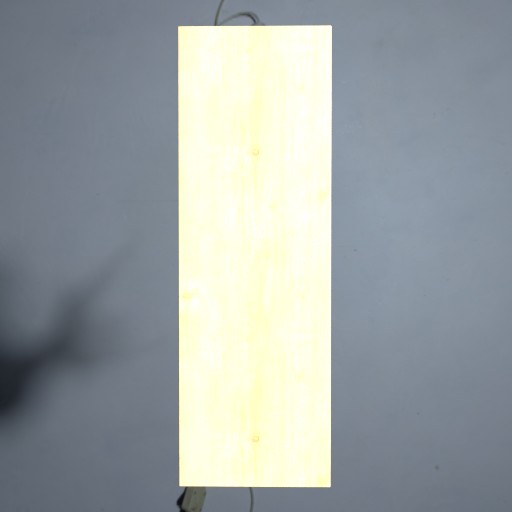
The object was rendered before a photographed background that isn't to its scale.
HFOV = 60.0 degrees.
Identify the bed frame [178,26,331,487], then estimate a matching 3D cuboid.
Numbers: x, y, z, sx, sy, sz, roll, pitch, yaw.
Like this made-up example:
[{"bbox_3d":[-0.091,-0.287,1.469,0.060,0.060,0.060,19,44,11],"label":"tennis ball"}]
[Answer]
[{"bbox_3d":[0.000,0.000,1.674,0.430,0.850,1.300,0,91,1],"label":"bed frame"}]
